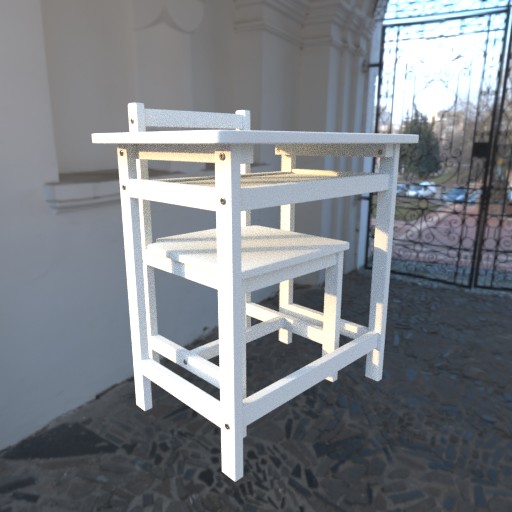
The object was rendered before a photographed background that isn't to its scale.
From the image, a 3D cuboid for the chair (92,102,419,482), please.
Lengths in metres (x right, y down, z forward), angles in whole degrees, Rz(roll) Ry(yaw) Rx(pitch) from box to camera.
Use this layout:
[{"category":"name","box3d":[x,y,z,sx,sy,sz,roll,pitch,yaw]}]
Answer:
[{"category":"chair","box3d":[0.000,0.000,1.021,0.599,0.673,0.461,-14,20,-43]}]
